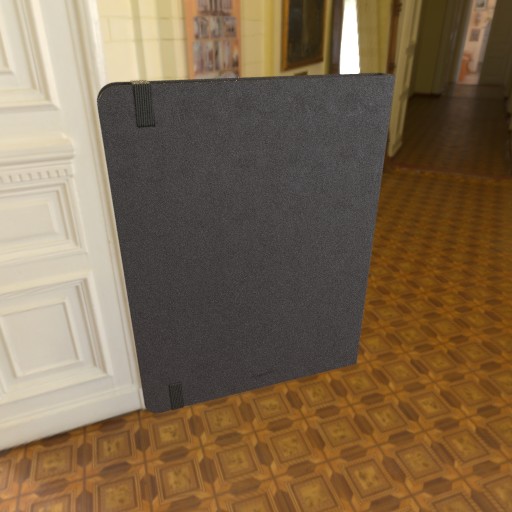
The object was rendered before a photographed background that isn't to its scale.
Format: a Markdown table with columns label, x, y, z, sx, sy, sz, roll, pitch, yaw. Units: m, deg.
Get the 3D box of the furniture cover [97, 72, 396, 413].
| label | x | y | z | sx | sy | sz | roll | pitch | yaw |
| --- | --- | --- | --- | --- | --- | --- | --- | --- | --- |
| furniture cover | 0.000 | 0.000 | 0.375 | 0.216 | 0.281 | 0.023 | -9 | 29 | -17 |
